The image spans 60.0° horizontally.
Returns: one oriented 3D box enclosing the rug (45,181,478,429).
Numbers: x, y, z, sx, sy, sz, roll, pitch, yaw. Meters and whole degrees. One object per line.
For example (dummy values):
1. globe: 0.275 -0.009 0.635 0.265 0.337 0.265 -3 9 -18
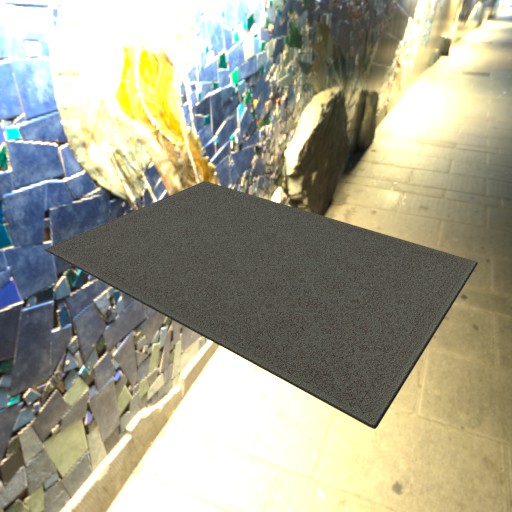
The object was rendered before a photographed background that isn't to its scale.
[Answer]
1. rug: 0.000 0.000 2.240 1.829 0.010 1.219 21 37 31
